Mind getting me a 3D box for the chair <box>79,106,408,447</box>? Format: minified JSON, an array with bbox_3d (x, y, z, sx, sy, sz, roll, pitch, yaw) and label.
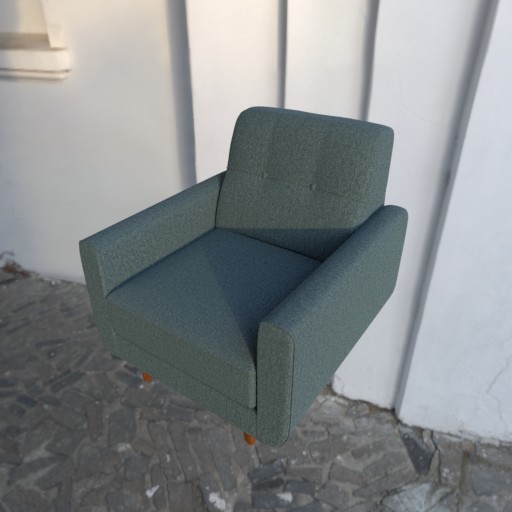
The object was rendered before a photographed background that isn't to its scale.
[{"bbox_3d":[0.000,0.000,1.723,0.880,0.940,0.964,20,36,29],"label":"chair"}]
